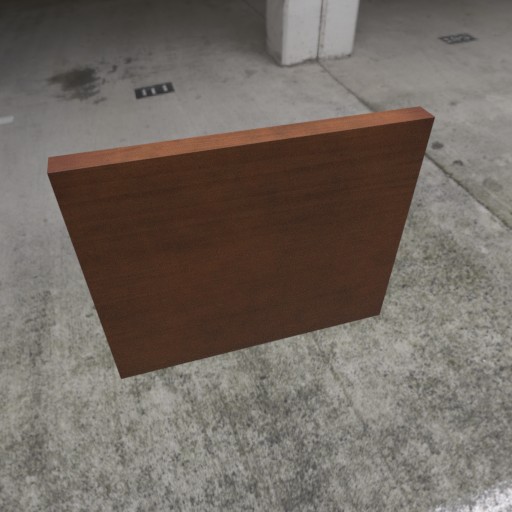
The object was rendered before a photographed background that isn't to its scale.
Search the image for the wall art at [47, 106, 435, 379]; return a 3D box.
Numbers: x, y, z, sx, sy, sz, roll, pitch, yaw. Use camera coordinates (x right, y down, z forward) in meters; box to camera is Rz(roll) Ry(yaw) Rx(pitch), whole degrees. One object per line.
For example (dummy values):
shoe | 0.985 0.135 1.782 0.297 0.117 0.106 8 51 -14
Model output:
wall art | 0.000 0.000 0.560 0.401 0.328 0.030 -11 43 -13
